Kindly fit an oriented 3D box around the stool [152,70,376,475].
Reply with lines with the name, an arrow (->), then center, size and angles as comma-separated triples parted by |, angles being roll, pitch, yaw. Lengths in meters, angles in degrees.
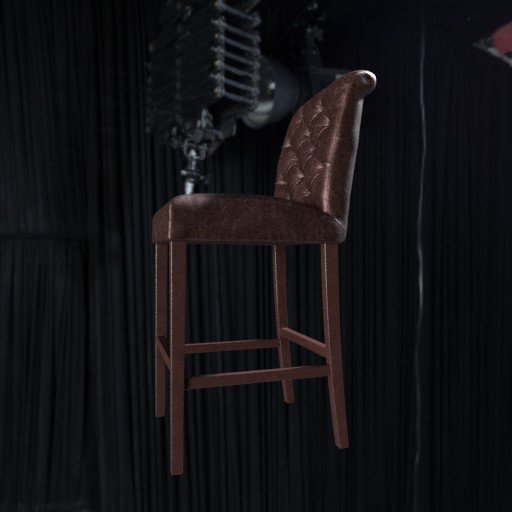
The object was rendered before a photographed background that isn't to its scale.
stool -> 0.000, 0.000, 1.498 | 0.659, 1.168, 0.483 | 0, 1, -18
